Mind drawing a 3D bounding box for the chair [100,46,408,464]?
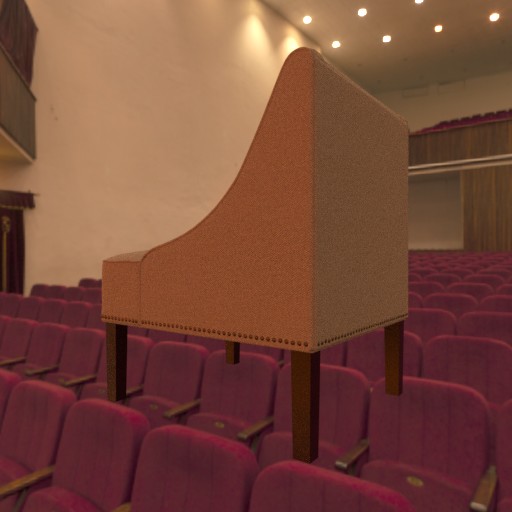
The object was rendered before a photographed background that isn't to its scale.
[{"bbox_3d":[0.000,0.000,1.366,0.748,0.872,0.628,0,0,36],"label":"chair"}]
